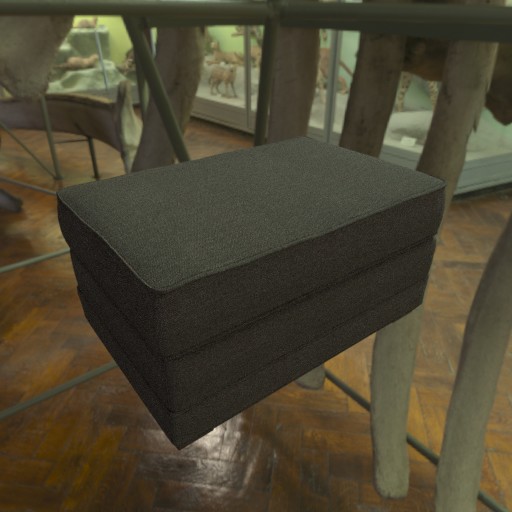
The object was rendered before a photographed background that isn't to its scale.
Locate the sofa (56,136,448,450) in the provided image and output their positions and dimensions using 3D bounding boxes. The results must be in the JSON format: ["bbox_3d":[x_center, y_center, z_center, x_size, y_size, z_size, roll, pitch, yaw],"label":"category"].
[{"bbox_3d":[0.000,0.000,1.209,0.854,0.457,0.578,-21,36,-32],"label":"sofa"}]
